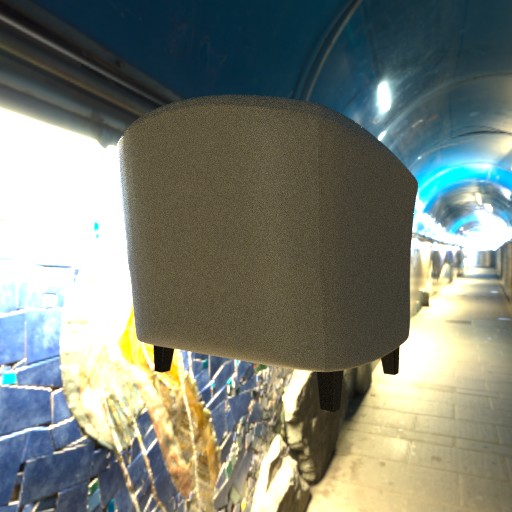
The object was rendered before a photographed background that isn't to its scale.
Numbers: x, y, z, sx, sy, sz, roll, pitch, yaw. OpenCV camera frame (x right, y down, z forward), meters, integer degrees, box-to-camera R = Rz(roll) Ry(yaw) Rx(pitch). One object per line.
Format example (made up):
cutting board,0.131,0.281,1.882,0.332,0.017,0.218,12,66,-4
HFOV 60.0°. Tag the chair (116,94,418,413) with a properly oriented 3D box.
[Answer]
chair,0.000,0.000,1.359,0.792,0.756,0.727,0,0,37
